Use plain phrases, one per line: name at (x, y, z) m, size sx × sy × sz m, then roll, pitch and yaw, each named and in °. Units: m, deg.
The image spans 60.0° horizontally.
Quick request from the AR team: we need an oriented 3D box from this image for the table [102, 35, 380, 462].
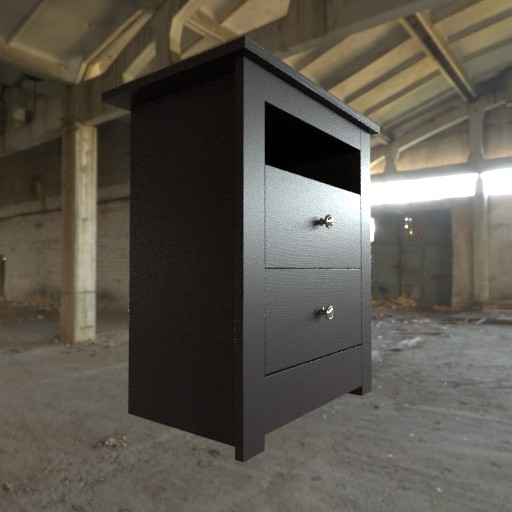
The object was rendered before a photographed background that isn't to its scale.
table at (0.000, 0.000, 1.079) m, size 0.408 × 0.711 × 0.589 m, roll -1°, pitch -2°, yaw 37°
